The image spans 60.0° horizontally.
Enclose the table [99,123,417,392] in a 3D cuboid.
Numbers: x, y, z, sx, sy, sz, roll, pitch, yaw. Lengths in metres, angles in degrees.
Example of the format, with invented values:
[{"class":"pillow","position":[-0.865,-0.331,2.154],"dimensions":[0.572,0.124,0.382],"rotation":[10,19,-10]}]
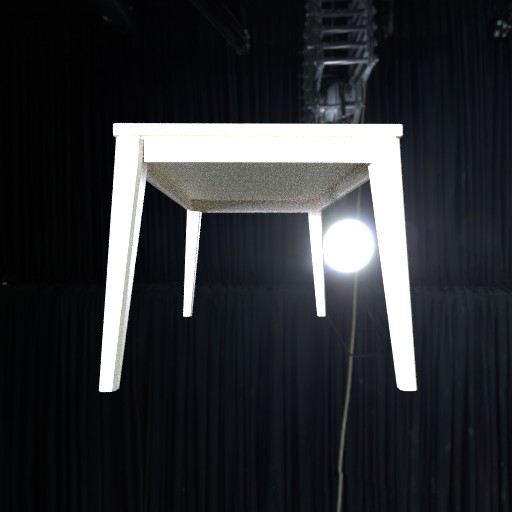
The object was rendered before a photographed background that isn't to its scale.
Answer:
[{"class":"table","position":[0.000,0.000,2.045],"dimensions":[0.900,0.760,1.600],"rotation":[0,0,-1]}]
